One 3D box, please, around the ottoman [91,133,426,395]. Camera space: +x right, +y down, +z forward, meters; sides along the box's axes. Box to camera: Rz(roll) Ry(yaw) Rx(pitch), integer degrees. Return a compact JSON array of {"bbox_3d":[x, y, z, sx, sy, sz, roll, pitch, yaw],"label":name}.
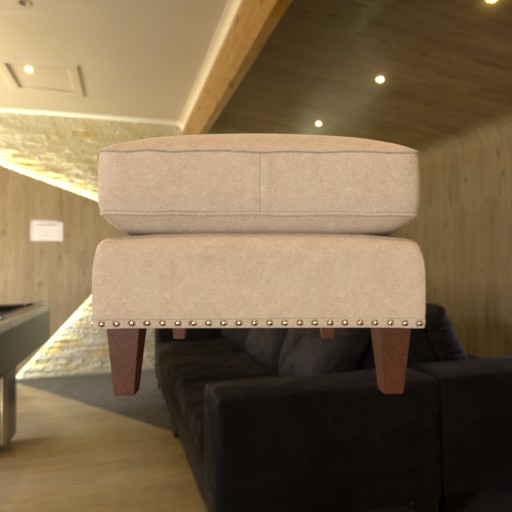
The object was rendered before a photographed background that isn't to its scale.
[{"bbox_3d":[0.000,0.000,1.127,0.584,0.513,0.741,0,-2,-1],"label":"ottoman"}]
